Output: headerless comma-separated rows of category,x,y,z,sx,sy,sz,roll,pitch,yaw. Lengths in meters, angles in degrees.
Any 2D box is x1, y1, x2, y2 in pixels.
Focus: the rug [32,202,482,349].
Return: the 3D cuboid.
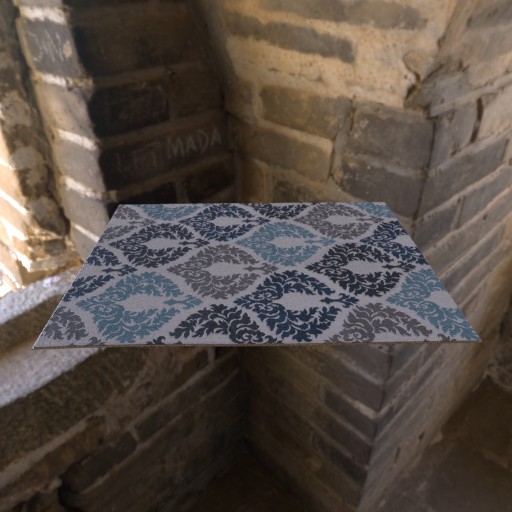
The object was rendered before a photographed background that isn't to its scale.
rug,0.000,0.000,4.020,3.040,0.014,2.423,-1,30,-1
